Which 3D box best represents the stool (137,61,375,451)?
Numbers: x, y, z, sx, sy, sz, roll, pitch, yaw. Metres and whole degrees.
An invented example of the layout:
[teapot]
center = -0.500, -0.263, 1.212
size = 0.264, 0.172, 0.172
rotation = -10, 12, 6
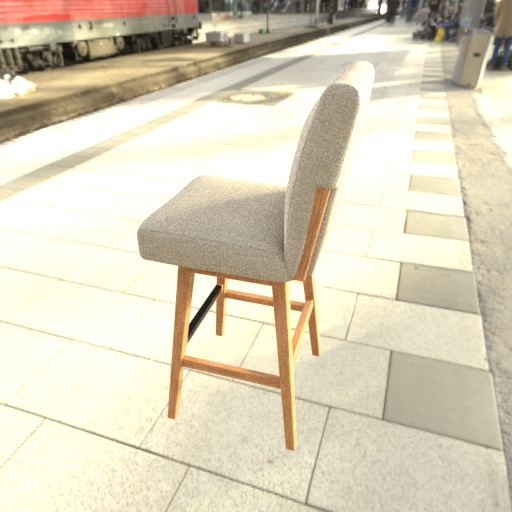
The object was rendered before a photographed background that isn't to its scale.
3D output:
[stool]
center = 0.000, 0.000, 1.387
size = 0.569, 1.106, 0.483
rotation = 9, 31, 15
